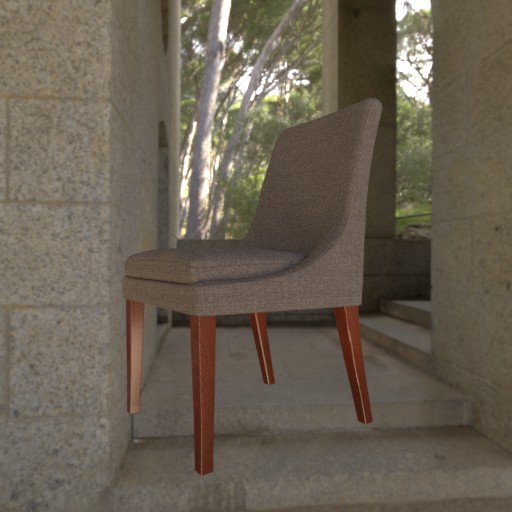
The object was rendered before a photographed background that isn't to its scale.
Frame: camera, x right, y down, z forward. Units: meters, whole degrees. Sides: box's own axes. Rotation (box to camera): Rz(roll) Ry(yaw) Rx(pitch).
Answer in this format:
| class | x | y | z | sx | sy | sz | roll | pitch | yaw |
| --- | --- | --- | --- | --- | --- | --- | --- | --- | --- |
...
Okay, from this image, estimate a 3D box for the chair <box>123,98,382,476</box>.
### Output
| class | x | y | z | sx | sy | sz | roll | pitch | yaw |
| --- | --- | --- | --- | --- | --- | --- | --- | --- | --- |
| chair | 0.000 | 0.000 | 1.334 | 0.655 | 0.952 | 0.508 | 0 | 0 | -35 |
